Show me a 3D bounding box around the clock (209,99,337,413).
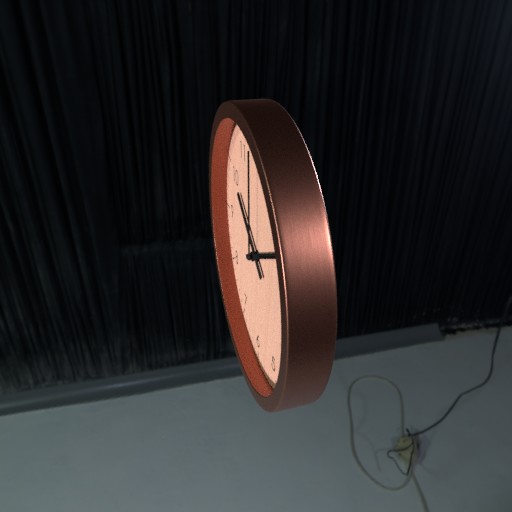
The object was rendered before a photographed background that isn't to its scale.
[{"bbox_3d":[0.000,0.000,0.471,0.040,0.313,0.313,-8,31,-14],"label":"clock"}]
